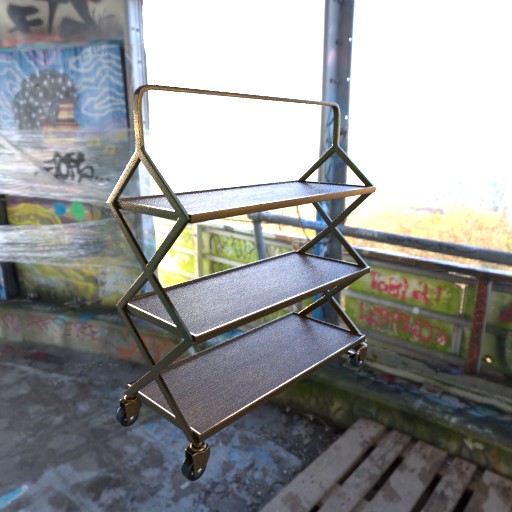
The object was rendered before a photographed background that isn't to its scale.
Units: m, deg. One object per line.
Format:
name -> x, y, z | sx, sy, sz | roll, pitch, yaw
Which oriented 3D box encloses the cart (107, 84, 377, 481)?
cart -> 0.000, 0.000, 1.174 | 0.313, 0.805, 0.723 | 14, 20, 42
